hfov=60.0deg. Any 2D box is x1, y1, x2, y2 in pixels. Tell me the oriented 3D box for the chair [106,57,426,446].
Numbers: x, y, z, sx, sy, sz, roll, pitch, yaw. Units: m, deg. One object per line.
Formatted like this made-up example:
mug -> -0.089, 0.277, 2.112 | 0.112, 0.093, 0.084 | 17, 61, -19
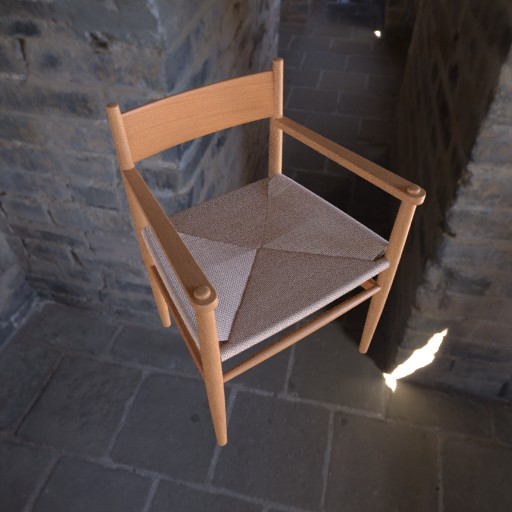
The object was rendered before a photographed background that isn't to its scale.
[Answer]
chair -> 0.000, 0.000, 1.145 | 0.556, 0.762, 0.495 | -26, 51, -23
